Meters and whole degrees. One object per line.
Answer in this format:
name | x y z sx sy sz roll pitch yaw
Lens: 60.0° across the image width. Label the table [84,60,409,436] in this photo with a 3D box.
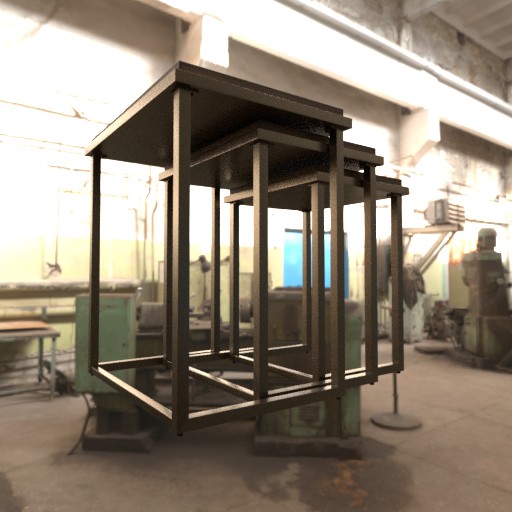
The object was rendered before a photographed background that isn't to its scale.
table | 0.000 0.000 1.126 0.706 0.610 0.559 1 -3 -35
